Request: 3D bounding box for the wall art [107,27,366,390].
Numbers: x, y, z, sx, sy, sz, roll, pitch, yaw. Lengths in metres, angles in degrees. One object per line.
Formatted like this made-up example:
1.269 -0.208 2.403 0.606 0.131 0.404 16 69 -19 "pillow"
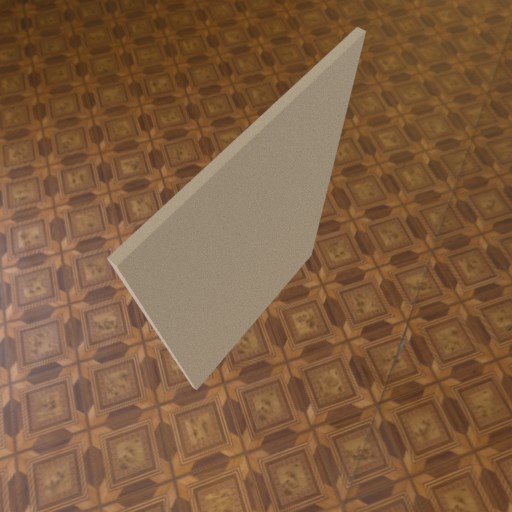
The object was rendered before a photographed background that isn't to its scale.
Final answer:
0.000 0.000 0.583 0.010 0.474 0.325 36 68 17 "wall art"
